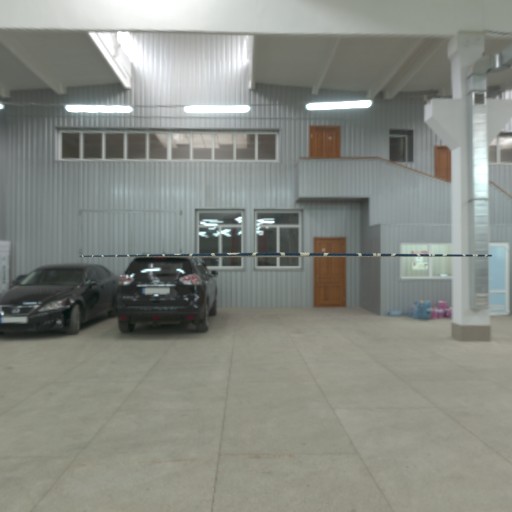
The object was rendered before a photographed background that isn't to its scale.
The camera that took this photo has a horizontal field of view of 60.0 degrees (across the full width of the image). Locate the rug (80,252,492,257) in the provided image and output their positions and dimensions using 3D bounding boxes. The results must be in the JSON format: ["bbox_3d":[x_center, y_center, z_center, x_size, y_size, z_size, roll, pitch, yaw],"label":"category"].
[{"bbox_3d":[0.000,0.000,2.733,1.524,0.010,2.134,0,0,-37],"label":"rug"}]
